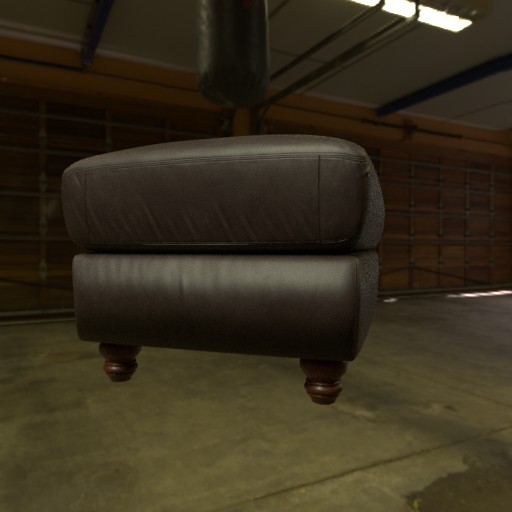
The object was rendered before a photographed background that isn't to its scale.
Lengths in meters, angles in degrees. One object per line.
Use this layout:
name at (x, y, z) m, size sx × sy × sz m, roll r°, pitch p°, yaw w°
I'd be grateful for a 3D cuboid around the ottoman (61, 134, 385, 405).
ottoman at (0.000, 0.000, 1.237) m, size 0.670 × 0.569 × 0.806 m, roll 0°, pitch 1°, yaw 18°
